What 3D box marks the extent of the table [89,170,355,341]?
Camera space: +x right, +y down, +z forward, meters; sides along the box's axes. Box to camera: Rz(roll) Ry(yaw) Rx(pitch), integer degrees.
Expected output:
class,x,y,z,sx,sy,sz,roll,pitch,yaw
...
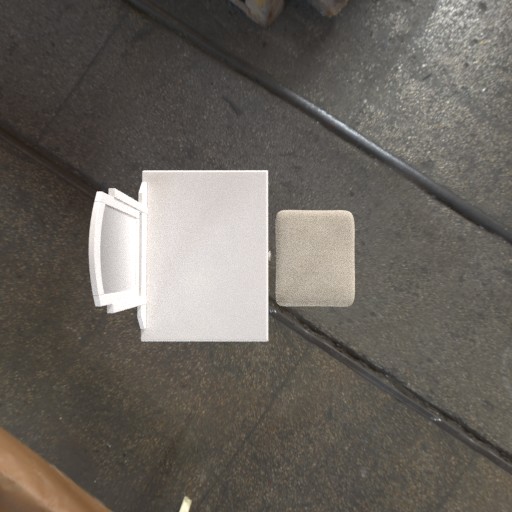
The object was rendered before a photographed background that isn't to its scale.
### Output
class,x,y,z,sx,sy,sz,roll,pitch,yaw
table,0.000,0.000,2.358,1.211,1.631,0.876,0,88,0
